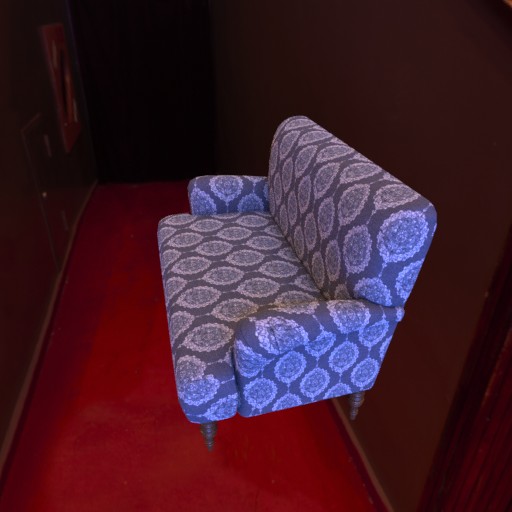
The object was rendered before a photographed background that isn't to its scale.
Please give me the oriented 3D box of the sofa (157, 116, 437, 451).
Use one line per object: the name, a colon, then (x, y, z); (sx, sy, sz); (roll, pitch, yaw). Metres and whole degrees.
sofa: (0.000, 0.000, 1.847); (0.779, 0.867, 1.297); (-7, 31, -12)
